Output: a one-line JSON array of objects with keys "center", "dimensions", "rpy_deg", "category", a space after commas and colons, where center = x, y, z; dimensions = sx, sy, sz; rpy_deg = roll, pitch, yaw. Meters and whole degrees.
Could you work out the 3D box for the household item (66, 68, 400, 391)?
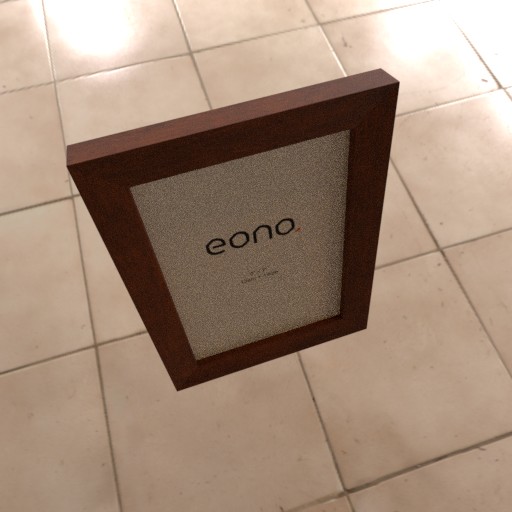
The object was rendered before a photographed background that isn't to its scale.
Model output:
[{"center": [0.000, 0.000, 0.287], "dimensions": [0.160, 0.204, 0.096], "rpy_deg": [-17, 66, -8], "category": "household item"}]
